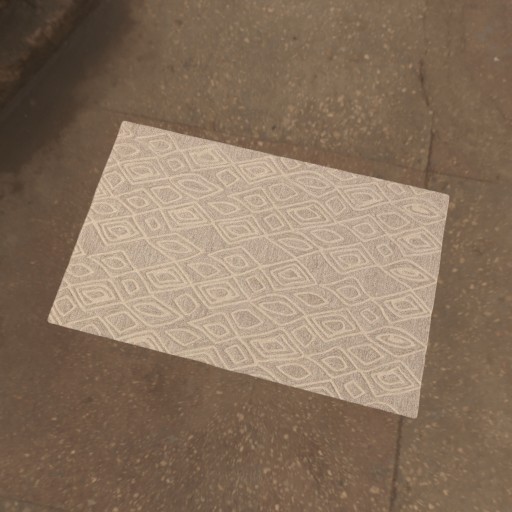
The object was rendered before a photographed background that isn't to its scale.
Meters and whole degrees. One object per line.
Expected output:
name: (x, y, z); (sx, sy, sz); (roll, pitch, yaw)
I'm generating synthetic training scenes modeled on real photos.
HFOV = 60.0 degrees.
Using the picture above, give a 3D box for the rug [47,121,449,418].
rug: (0.000, 0.000, 3.017); (2.442, 0.010, 1.546); (14, 75, 4)
